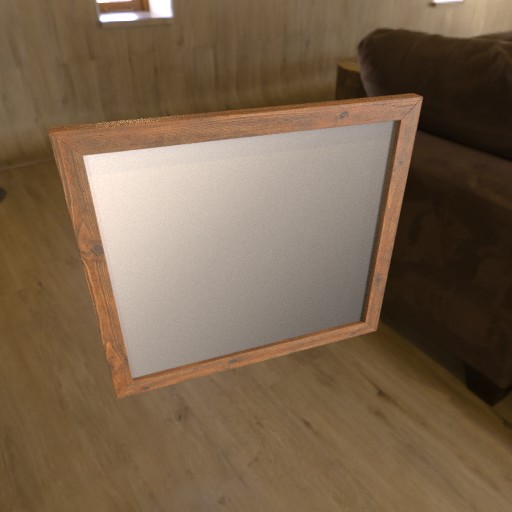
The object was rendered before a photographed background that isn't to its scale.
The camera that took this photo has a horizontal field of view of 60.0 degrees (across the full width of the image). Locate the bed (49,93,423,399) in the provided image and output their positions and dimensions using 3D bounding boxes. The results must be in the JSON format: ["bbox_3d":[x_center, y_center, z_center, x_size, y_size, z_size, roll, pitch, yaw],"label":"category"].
[{"bbox_3d":[0.000,0.000,1.457,1.046,0.942,0.046,-11,35,-16],"label":"bed"}]
